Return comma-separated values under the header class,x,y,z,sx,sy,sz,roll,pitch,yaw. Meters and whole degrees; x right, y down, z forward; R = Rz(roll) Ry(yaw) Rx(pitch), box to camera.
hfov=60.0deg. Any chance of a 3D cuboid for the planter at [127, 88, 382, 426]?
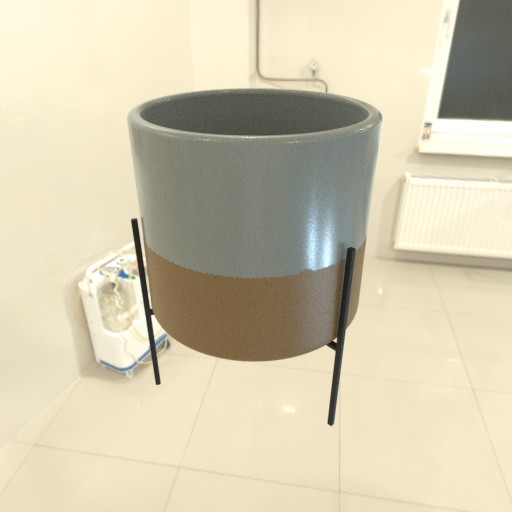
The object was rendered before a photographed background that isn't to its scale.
class,x,y,z,sx,sy,sz,roll,pitch,yaw
planter,0.000,0.000,0.735,0.348,0.480,0.360,8,30,14
